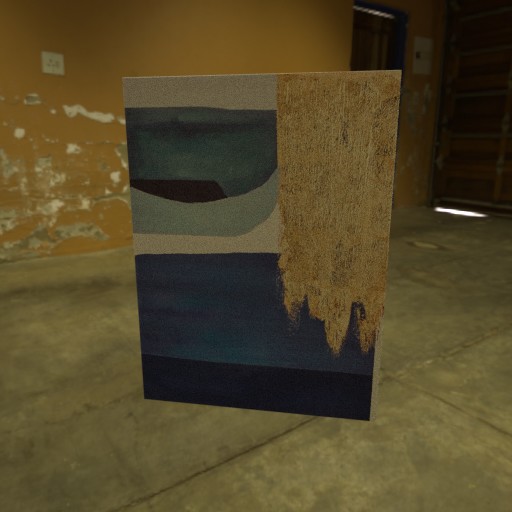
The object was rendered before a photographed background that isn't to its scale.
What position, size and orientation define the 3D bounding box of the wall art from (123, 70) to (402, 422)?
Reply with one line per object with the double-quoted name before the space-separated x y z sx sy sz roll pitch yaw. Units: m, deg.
"wall art" 0.000 0.000 0.804 0.458 0.613 0.026 2 14 9
